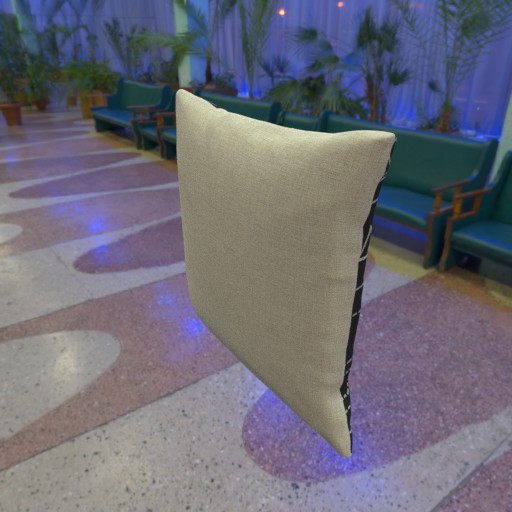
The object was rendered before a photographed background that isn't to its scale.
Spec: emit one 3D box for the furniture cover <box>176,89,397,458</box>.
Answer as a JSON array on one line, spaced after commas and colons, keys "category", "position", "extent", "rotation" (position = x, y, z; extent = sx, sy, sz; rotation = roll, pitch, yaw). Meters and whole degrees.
[{"category": "furniture cover", "position": [0.000, 0.000, 0.776], "extent": [0.158, 0.508, 0.517], "rotation": [-18, 32, -31]}]
